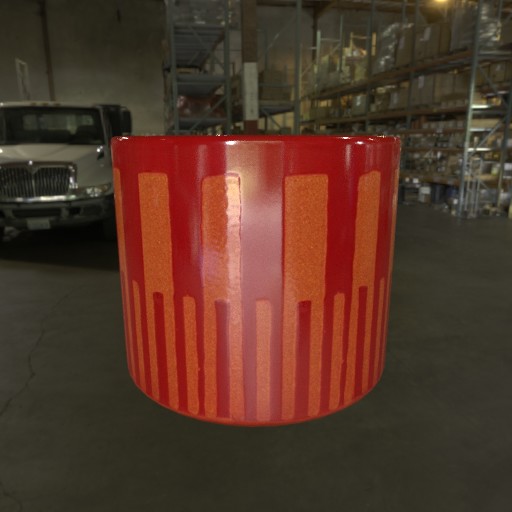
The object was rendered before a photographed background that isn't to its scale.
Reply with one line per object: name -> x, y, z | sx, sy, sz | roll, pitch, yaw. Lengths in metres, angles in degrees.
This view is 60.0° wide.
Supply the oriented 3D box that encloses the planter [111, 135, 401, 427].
planter -> 0.000, 0.000, 0.390 | 0.230, 0.202, 0.230 | 0, 14, 0
